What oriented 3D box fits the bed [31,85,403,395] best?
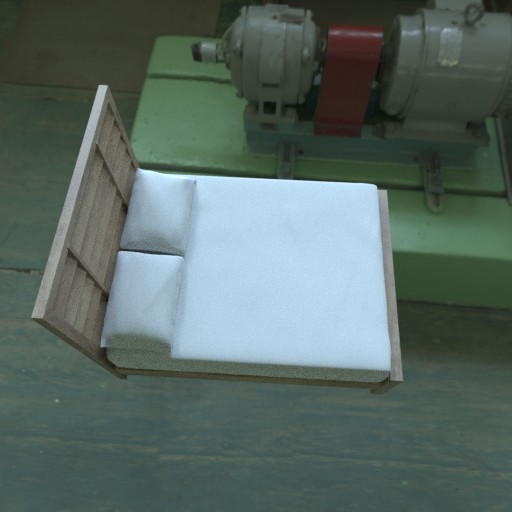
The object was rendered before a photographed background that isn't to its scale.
[{"bbox_3d":[0.000,0.000,3.301,2.197,1.626,1.626,3,64,1],"label":"bed"}]
